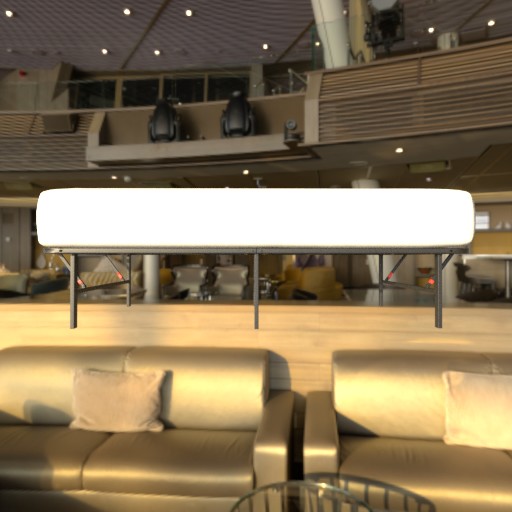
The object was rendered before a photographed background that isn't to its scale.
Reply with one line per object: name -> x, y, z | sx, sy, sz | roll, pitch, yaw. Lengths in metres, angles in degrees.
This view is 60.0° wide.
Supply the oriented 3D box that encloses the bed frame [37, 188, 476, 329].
bed frame -> 0.000, 0.000, 2.398 | 1.908, 0.640, 1.025 | 0, 0, -1
